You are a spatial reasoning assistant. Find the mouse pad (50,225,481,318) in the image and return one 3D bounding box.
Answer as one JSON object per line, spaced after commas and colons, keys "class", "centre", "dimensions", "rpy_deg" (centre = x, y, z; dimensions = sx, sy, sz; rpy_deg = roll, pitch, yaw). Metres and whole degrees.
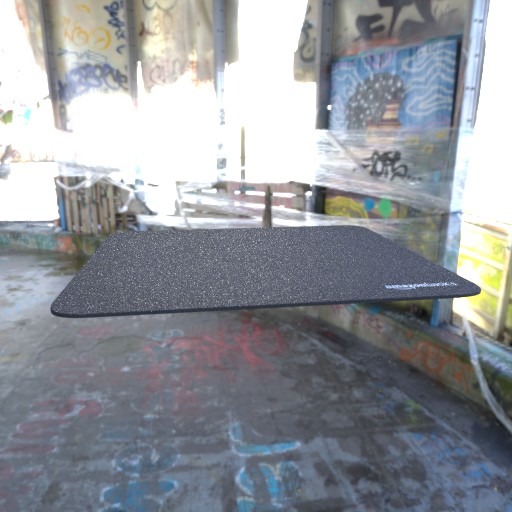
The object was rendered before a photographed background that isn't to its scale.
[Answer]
{"class": "mouse pad", "centre": [0.000, 0.000, 0.340], "dimensions": [0.249, 0.002, 0.211], "rpy_deg": [-2, 15, -8]}
